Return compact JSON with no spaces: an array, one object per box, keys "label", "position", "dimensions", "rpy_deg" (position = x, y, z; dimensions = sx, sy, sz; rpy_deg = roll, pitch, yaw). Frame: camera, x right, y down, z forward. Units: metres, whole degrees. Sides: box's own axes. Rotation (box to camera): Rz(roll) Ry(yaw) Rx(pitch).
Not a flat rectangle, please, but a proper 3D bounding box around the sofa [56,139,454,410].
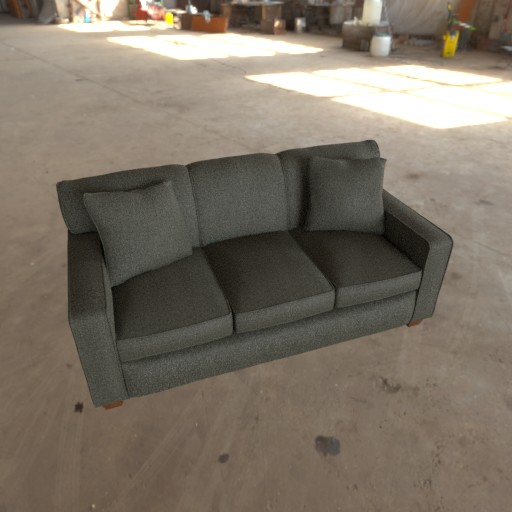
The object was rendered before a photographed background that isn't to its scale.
[{"label":"sofa","position":[0.000,0.000,2.596],"dimensions":[2.024,0.958,0.997],"rpy_deg":[-11,35,-17]}]
